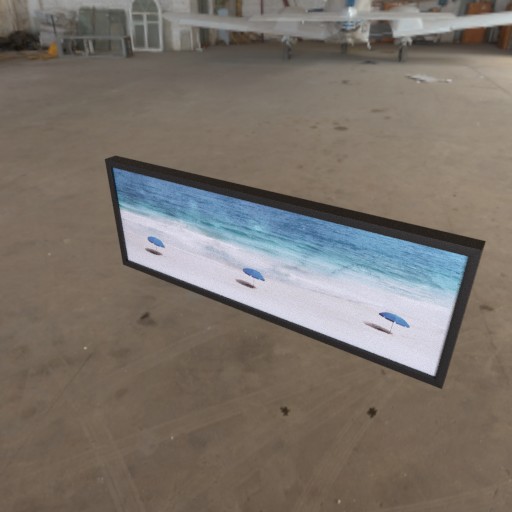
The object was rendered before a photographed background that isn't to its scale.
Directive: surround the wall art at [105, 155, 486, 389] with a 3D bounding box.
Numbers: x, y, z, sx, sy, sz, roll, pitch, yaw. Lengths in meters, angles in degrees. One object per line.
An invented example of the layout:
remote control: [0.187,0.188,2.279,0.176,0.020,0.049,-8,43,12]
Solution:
wall art: [0.000,0.000,0.981,0.860,0.303,0.037,18,34,28]
